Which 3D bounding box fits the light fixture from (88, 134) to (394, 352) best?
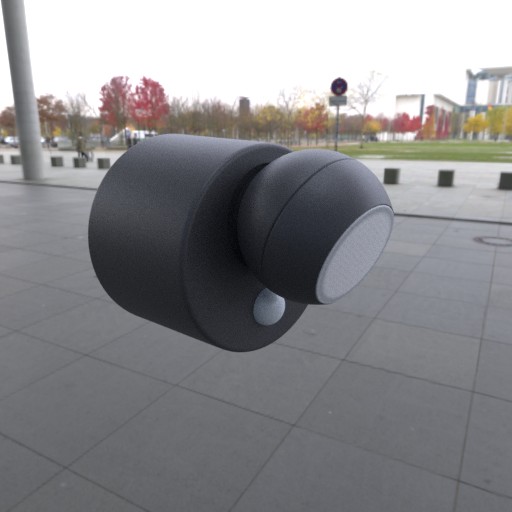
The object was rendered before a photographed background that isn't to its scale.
[{"bbox_3d":[0.000,0.000,0.268,0.160,0.143,0.134,14,21,42],"label":"light fixture"}]
